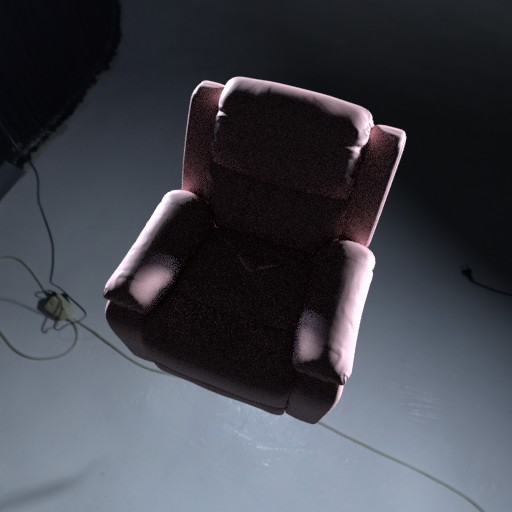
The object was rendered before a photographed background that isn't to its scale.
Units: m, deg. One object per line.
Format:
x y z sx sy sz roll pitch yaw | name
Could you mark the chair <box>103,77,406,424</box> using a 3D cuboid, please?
0.000 0.000 1.280 0.680 0.702 0.709 18 61 10 | chair
